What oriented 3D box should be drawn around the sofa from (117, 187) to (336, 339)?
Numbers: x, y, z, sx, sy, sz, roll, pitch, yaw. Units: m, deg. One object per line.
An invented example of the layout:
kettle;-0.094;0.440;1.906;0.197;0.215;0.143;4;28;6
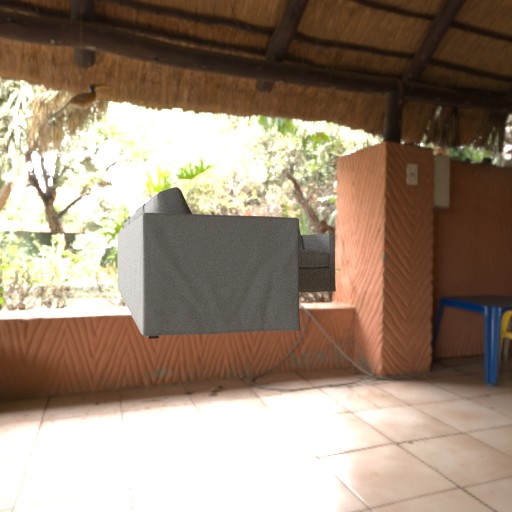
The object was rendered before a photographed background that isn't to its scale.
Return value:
sofa;0.000;0.000;4.253;2.432;0.871;3.182;0;1;-20
